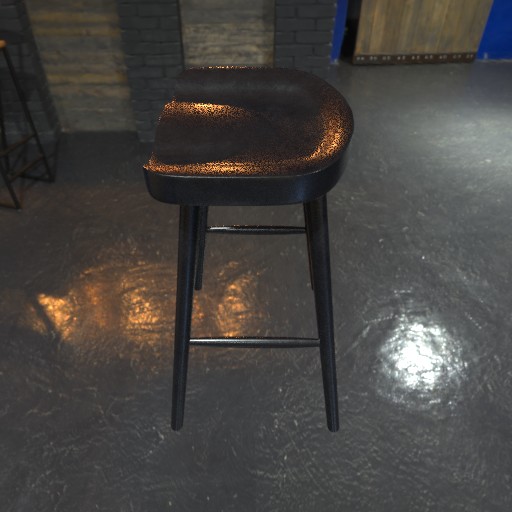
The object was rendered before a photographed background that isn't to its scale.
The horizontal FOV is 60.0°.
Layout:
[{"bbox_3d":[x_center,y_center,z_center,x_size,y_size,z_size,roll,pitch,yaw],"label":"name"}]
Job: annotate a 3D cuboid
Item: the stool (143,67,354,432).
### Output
[{"bbox_3d":[0.000,0.000,0.903,0.361,0.615,0.440,0,42,0],"label":"stool"}]
